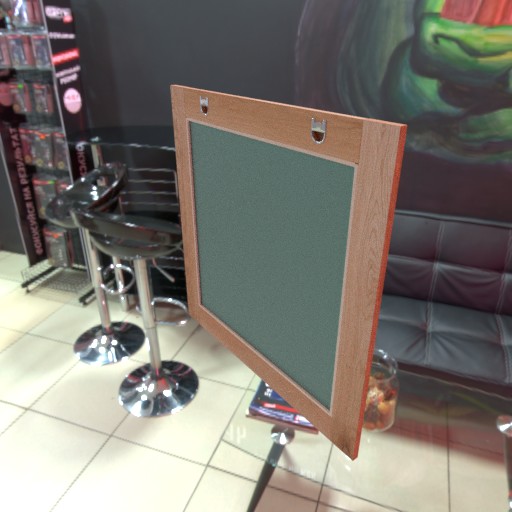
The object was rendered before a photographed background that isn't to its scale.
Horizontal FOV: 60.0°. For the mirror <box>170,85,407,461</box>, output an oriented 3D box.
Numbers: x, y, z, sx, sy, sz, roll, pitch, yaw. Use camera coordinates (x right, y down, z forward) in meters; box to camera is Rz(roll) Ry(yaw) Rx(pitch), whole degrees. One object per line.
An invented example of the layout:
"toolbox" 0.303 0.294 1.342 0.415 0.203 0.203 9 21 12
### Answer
"mirror" 0.000 0.000 1.193 0.020 0.800 0.800 -19 32 -33
